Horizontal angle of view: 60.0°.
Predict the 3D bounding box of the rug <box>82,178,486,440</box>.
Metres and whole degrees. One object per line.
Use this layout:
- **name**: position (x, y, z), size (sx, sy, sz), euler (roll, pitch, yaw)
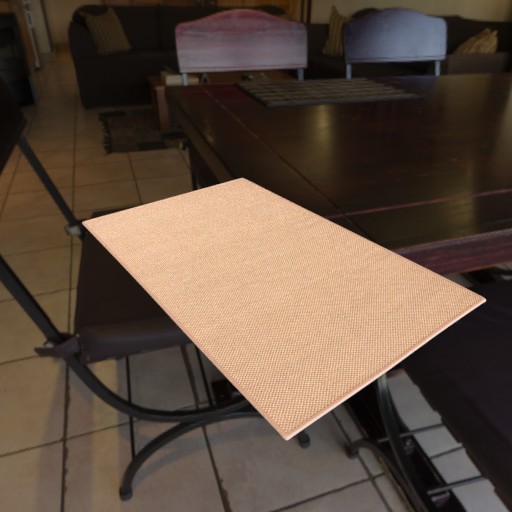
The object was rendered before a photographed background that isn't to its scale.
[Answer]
- **rug**: position (0.000, 0.000, 2.073), size (1.067, 0.013, 1.676), euler (-22, 37, -31)
